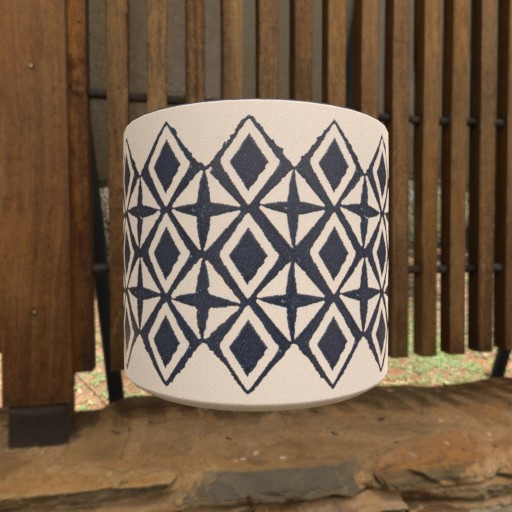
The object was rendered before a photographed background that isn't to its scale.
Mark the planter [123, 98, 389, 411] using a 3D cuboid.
[{"bbox_3d":[0.000,0.000,0.391,0.224,0.203,0.224,0,1,0],"label":"planter"}]
